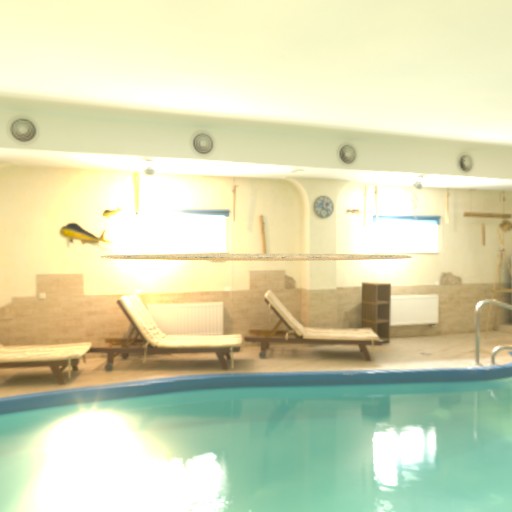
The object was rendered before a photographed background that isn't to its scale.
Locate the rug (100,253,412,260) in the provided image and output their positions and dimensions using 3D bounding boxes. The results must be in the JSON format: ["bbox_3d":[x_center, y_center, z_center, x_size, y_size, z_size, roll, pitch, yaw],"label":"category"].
[{"bbox_3d":[0.000,0.000,2.397,1.593,0.012,1.593,0,1,0],"label":"rug"}]
